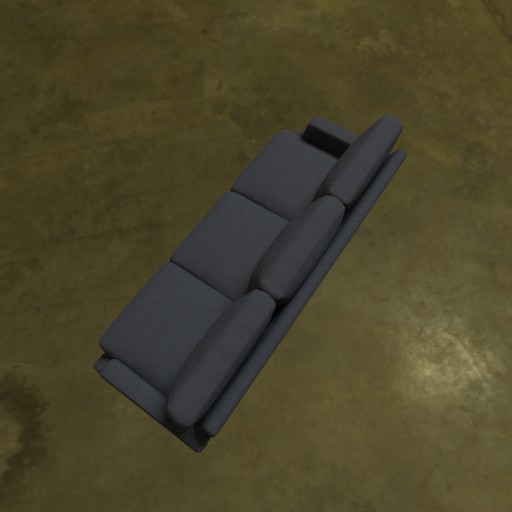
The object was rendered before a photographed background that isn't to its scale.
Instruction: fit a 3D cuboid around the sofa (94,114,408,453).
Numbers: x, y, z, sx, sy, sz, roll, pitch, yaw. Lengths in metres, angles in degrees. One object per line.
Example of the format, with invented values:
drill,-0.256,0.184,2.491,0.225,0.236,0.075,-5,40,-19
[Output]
sofa,0.000,0.000,2.677,0.888,0.984,2.115,32,68,15
